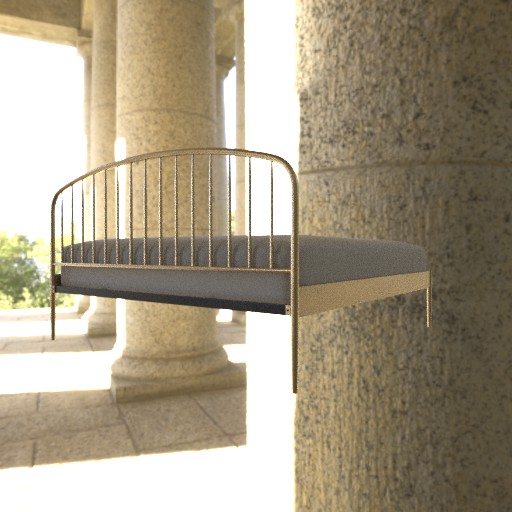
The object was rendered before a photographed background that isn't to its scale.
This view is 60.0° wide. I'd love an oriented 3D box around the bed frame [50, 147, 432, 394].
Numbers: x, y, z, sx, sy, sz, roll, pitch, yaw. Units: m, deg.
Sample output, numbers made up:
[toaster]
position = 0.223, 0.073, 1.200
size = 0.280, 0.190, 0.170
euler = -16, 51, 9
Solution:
[bed frame]
position = 0.000, 0.000, 3.374
size = 2.016, 1.174, 2.152
euler = 0, 1, 36
